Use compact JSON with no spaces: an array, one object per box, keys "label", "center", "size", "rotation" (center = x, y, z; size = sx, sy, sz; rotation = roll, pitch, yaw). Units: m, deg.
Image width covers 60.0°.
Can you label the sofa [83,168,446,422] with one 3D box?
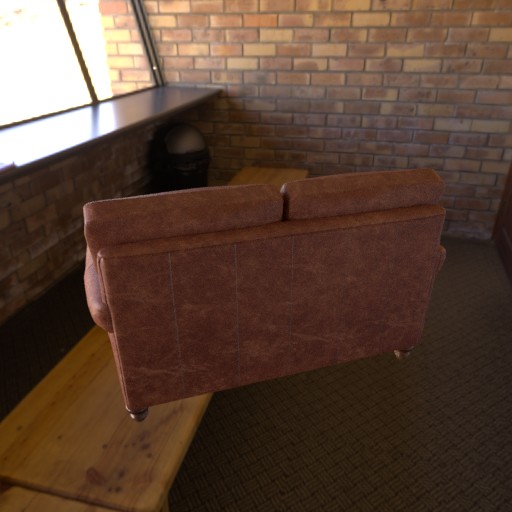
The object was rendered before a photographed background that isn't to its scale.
[{"label":"sofa","center":[0.000,0.000,2.257],"size":[1.616,0.967,0.990],"rotation":[-8,28,-16]}]
